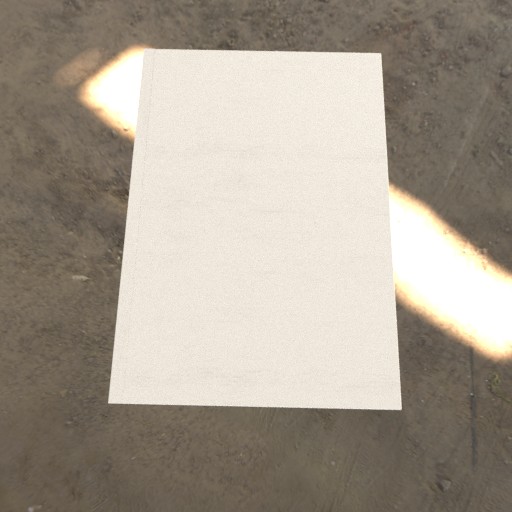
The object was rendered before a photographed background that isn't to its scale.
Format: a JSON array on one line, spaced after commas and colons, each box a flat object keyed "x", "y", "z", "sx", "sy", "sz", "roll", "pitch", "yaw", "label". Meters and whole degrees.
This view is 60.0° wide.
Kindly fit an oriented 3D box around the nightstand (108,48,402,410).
[{"x": 0.000, "y": 0.000, "z": 1.020, "sx": 0.447, "sy": 0.604, "sz": 0.614, "roll": 1, "pitch": 75, "yaw": 0, "label": "nightstand"}]
